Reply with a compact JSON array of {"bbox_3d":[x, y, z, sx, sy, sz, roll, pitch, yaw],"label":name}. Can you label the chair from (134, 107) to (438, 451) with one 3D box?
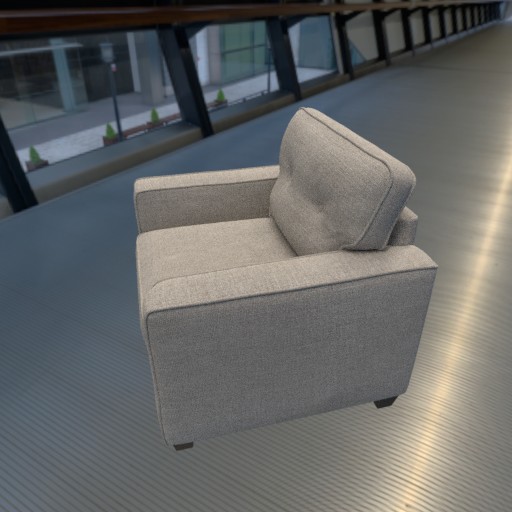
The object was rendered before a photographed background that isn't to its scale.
[{"bbox_3d":[0.000,0.000,1.766,0.939,0.965,1.015,-8,32,-13],"label":"chair"}]
